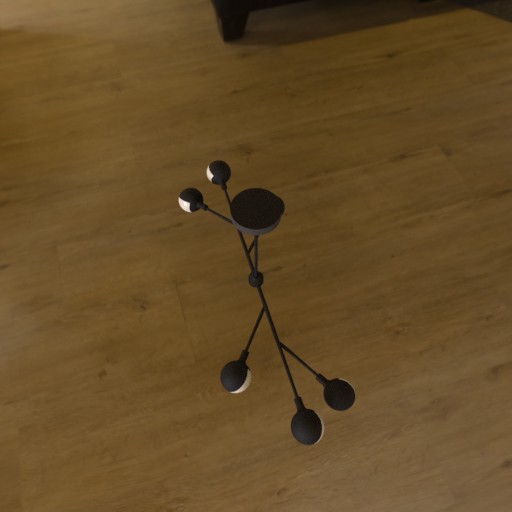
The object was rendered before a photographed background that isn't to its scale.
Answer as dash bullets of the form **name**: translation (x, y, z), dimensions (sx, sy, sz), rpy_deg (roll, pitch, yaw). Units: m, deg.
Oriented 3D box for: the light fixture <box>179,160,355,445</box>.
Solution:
- **light fixture**: translation (0.000, 0.000, 1.016), dimensions (0.434, 0.362, 0.778), rpy_deg (-1, 59, -1)
